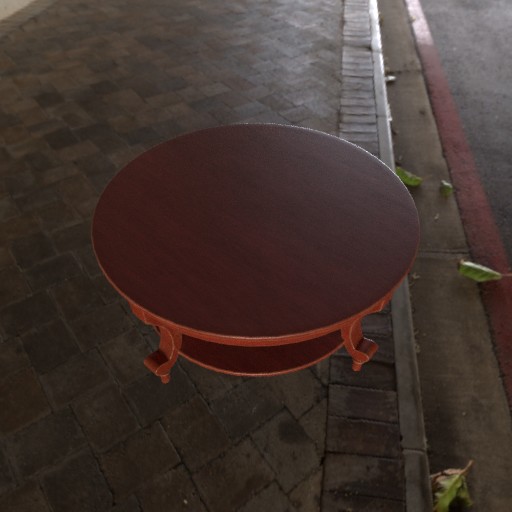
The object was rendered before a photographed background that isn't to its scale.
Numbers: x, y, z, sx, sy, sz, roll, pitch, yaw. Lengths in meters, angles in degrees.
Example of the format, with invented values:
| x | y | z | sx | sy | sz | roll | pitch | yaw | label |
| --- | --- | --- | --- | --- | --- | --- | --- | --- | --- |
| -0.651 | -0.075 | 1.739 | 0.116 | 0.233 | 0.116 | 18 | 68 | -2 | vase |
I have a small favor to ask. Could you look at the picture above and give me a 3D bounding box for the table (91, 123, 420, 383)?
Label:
| x | y | z | sx | sy | sz | roll | pitch | yaw | label |
| --- | --- | --- | --- | --- | --- | --- | --- | --- | --- |
| 0.000 | 0.000 | 1.596 | 1.029 | 0.486 | 1.029 | 0 | 46 | 0 | table |
